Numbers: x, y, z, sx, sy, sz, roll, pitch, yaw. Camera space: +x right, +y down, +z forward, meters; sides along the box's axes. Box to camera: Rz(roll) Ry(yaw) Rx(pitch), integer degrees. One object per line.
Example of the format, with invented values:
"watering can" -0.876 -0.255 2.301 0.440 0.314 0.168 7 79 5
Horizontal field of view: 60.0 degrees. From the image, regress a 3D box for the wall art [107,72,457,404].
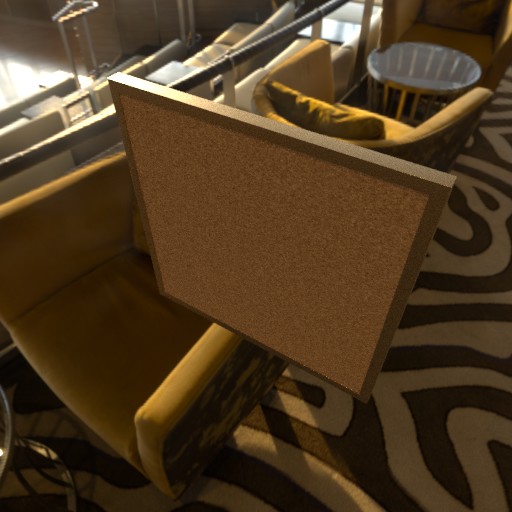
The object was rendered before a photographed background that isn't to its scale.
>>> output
"wall art" 0.000 0.000 1.143 0.767 0.765 0.036 24 50 22
